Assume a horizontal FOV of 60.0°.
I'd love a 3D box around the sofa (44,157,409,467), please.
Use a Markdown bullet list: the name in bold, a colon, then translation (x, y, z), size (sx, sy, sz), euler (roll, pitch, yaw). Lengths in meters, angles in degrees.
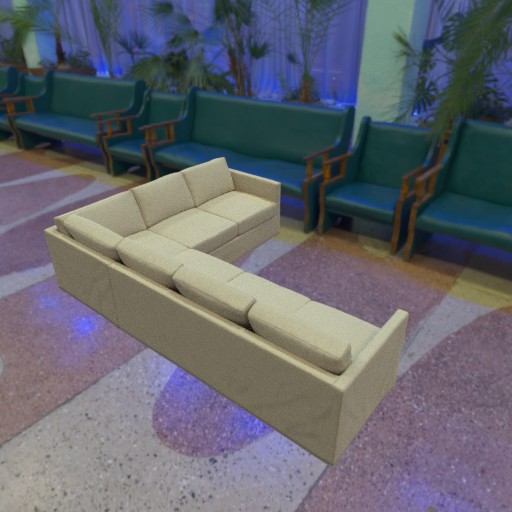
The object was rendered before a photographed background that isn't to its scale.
- **sofa**: translation (0.000, 0.000, 4.210), size (3.182, 0.871, 2.432), euler (22, 36, 33)
